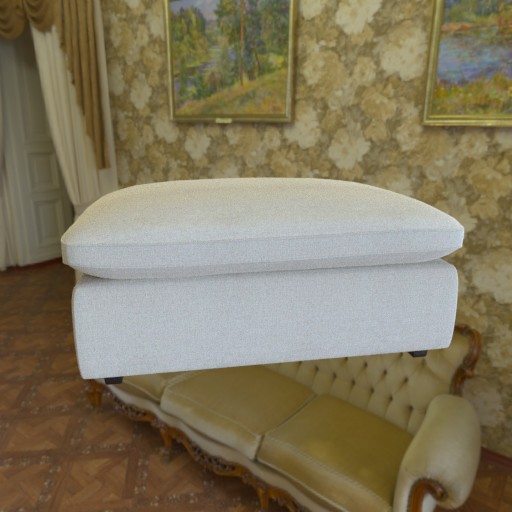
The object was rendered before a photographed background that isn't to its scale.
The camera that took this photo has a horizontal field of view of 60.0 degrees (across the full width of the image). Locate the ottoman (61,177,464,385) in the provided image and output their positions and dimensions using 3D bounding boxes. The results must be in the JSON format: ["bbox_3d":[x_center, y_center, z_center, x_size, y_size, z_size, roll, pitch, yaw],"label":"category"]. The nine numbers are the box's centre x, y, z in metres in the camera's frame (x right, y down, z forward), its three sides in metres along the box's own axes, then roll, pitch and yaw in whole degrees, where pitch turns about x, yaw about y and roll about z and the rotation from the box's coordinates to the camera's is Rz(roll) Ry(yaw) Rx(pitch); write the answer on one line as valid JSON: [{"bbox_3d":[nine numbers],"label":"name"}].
[{"bbox_3d":[0.000,0.000,1.364,0.984,0.453,0.686,-3,16,-9],"label":"ottoman"}]
